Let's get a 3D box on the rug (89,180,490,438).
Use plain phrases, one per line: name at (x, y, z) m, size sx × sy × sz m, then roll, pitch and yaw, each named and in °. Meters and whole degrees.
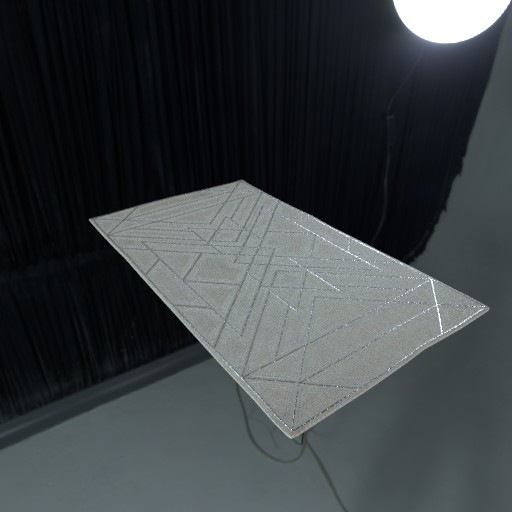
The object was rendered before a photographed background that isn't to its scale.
rug at (0.000, 0.000, 1.045) m, size 0.511 × 0.008 × 0.869 m, roll -20°, pitch 36°, yaw -30°
